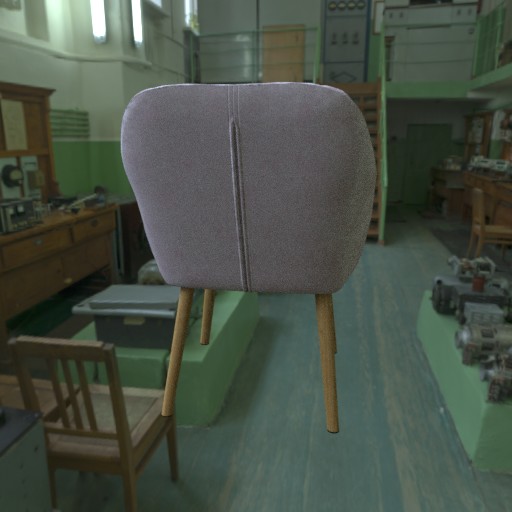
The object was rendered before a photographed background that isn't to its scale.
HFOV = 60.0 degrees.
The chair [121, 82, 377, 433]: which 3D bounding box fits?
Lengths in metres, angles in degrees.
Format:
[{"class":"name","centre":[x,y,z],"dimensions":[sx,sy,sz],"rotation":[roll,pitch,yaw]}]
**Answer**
[{"class":"chair","centre":[0.000,0.000,1.214],"dimensions":[0.610,0.832,0.570],"rotation":[2,16,8]}]
